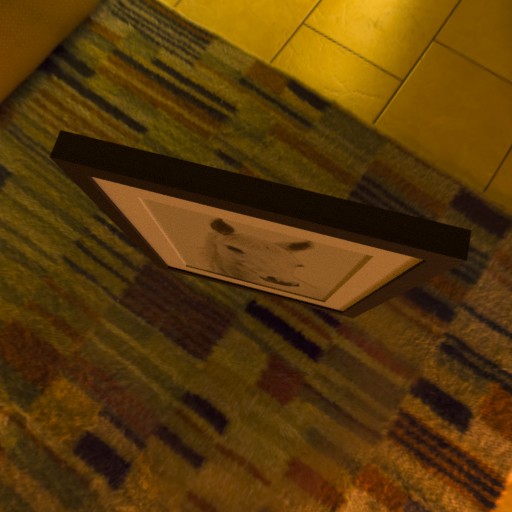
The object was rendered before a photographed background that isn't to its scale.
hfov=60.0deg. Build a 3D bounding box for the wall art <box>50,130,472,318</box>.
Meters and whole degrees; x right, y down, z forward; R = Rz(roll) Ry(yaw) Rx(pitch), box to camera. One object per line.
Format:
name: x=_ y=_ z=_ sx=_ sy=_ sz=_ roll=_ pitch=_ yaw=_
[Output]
wall art: x=0.000 y=0.000 z=0.739 sx=0.455 sy=0.552 sz=0.034 roll=14 pitch=76 yaw=4
